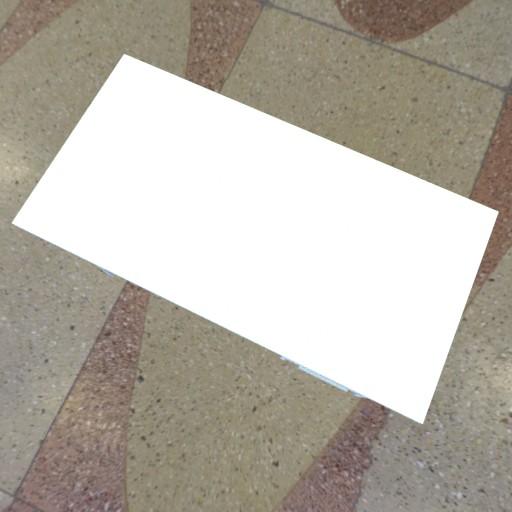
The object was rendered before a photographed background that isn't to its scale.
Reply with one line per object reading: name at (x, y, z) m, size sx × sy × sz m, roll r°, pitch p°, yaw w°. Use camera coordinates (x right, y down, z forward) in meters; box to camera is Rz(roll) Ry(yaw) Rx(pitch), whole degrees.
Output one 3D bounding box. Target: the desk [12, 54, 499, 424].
desk at (0.000, 0.000, 1.469) m, size 1.096 × 0.730 × 0.560 m, roll 25°, pitch 76°, yaw 7°
